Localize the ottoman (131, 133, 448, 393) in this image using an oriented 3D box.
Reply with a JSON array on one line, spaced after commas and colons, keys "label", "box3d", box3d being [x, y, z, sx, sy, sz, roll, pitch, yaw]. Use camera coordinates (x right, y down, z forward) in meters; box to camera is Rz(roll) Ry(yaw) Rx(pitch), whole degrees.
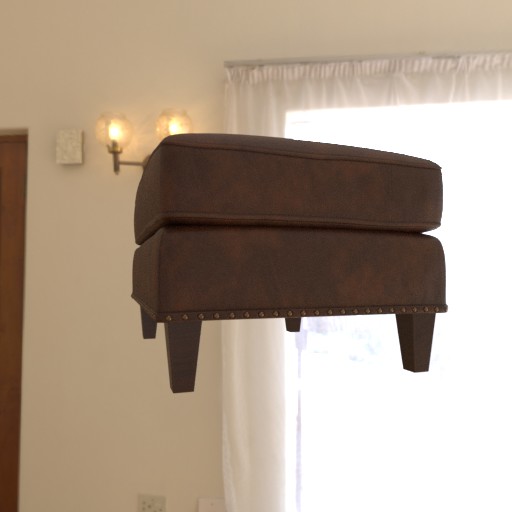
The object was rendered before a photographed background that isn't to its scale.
[{"label": "ottoman", "box3d": [0.000, 0.000, 1.141, 0.586, 0.486, 0.742, 1, -2, -18]}]
